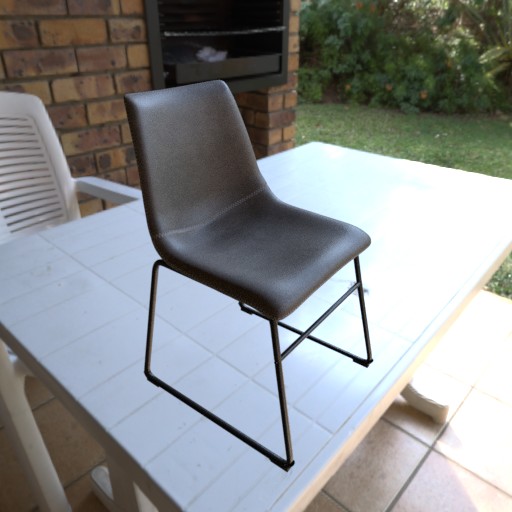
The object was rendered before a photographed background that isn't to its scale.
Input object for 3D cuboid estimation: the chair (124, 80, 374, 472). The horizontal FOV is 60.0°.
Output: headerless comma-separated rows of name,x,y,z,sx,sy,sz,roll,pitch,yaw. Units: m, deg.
chair,0.000,0.000,1.142,0.550,0.780,0.460,20,35,32
